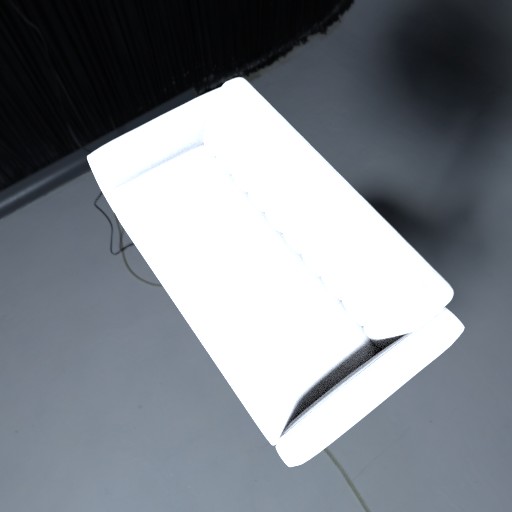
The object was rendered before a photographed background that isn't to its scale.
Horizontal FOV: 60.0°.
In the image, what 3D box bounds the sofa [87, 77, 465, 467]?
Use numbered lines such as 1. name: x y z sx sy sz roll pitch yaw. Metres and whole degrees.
1. sofa: 0.000 0.000 2.385 0.969 0.814 1.895 -33 68 -15
